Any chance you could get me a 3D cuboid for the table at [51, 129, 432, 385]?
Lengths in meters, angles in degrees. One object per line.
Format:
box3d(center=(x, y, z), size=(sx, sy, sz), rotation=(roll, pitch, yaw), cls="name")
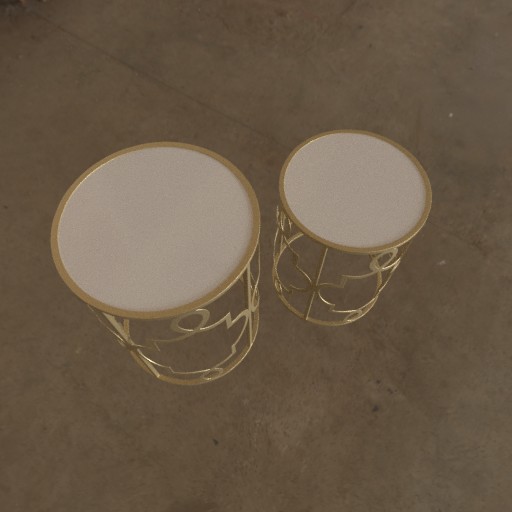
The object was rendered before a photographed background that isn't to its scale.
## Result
box3d(center=(0.000, 0.000, 1.180), size=(0.846, 0.564, 0.420), rotation=(-17, 63, -9), cls="table")
